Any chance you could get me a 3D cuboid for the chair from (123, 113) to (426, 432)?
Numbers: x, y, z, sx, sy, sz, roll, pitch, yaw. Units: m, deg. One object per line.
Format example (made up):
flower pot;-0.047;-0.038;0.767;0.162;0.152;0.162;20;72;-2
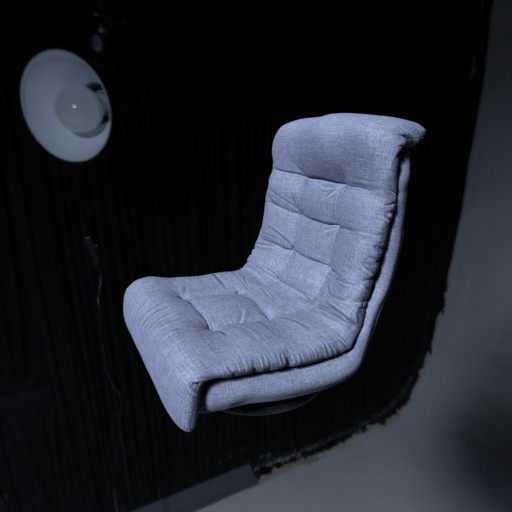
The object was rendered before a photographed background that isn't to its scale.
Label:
chair;0.000;0.000;1.213;0.668;0.749;0.597;-8;19;-25
